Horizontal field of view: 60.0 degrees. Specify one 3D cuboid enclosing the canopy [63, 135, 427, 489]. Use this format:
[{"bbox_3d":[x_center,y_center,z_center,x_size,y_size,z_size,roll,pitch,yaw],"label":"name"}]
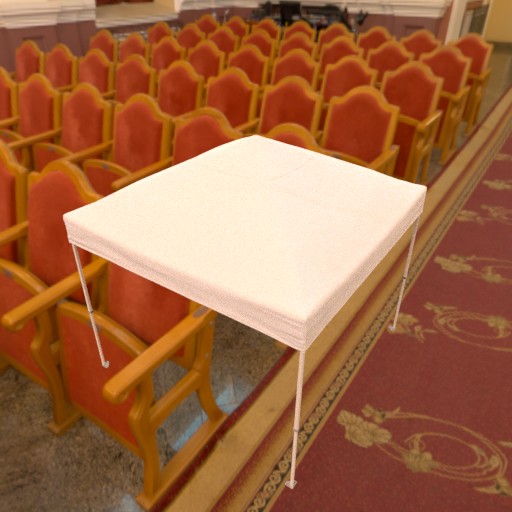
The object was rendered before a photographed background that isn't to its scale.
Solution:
[{"bbox_3d":[0.000,0.000,5.438,2.998,2.997,2.996,20,38,29],"label":"canopy"}]
